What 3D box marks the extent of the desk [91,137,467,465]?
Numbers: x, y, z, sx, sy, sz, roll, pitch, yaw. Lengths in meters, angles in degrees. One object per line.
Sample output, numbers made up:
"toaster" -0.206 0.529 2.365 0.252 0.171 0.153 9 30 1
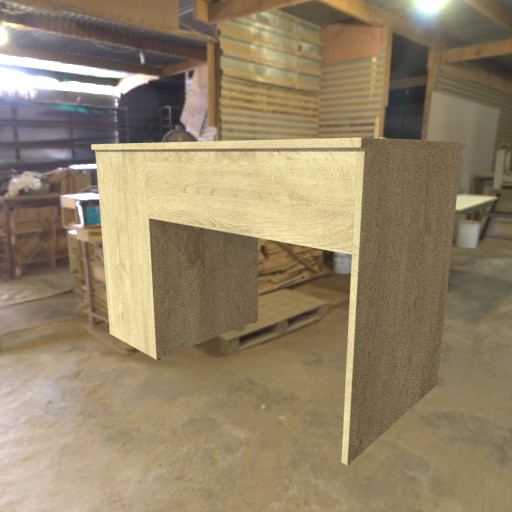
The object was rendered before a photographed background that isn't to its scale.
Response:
"desk" 0.000 0.000 1.494 1.097 0.735 0.560 12 18 42
